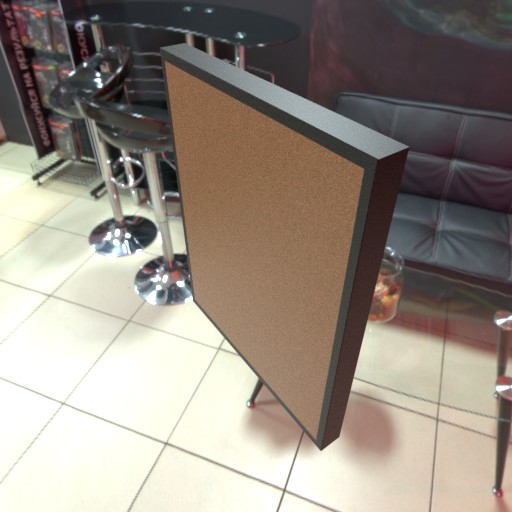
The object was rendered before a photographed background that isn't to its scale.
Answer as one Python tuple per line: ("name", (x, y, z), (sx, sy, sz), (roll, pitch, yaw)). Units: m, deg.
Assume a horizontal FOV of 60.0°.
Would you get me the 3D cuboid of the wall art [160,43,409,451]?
("wall art", (0.000, 0.000, 0.486), (0.030, 0.369, 0.294), (-25, 46, -27))
